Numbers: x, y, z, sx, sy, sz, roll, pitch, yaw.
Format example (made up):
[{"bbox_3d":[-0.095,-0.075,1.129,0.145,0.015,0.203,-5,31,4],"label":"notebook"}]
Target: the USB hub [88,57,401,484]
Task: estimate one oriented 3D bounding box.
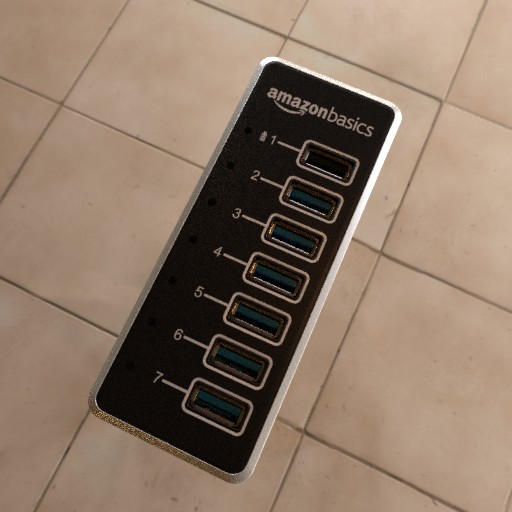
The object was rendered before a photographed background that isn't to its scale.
[{"bbox_3d":[0.000,0.000,0.127,0.044,0.023,0.110,24,78,5],"label":"USB hub"}]
